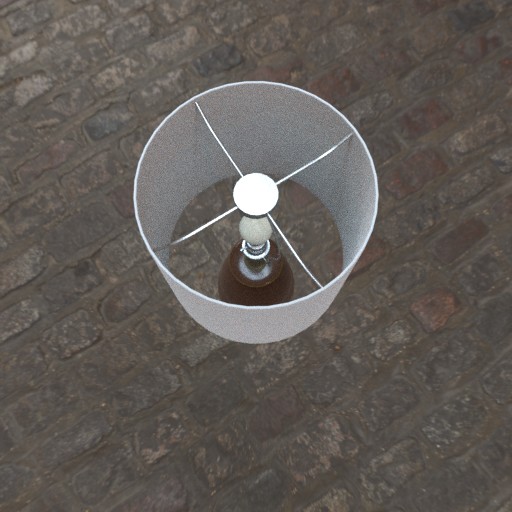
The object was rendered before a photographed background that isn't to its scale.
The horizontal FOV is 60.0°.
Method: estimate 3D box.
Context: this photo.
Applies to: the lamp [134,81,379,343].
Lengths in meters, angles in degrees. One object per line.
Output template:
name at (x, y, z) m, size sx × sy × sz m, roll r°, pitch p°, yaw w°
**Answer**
lamp at (0.000, 0.000, 0.475) m, size 0.186 × 0.369 × 0.186 m, roll 0°, pitch 76°, yaw 0°
